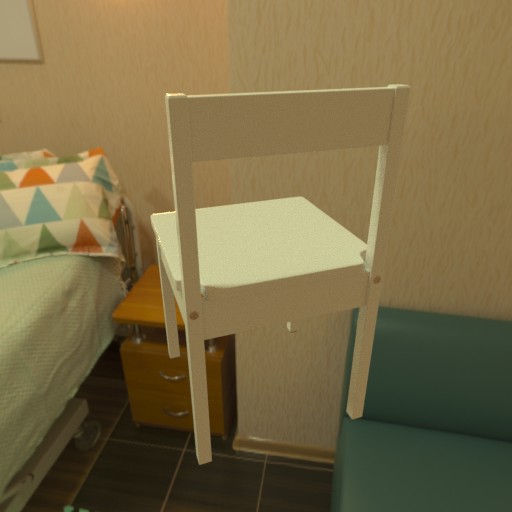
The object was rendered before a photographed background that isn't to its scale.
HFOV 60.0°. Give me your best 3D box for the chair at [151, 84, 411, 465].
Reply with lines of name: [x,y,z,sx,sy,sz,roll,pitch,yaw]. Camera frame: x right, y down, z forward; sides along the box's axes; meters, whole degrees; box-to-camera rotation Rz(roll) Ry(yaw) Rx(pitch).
chair: [0.000,0.000,0.896,0.367,0.668,0.361,-9,28,-17]
